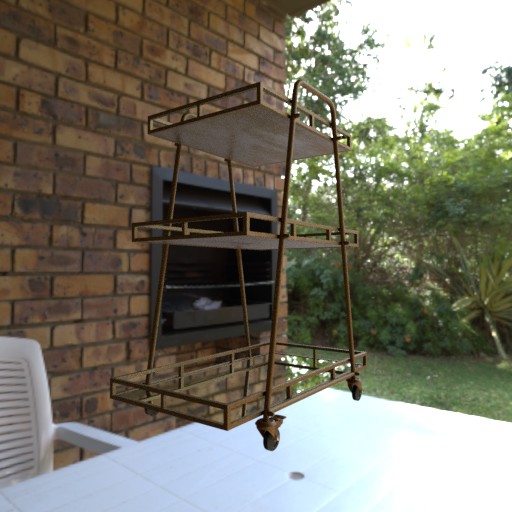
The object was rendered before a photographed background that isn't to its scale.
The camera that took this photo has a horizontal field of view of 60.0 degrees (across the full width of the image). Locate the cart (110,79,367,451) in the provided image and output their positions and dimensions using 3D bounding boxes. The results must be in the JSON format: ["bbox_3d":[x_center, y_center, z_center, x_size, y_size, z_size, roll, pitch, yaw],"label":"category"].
[{"bbox_3d":[0.000,0.000,1.288,0.441,0.883,0.711,-1,-2,36],"label":"cart"}]
